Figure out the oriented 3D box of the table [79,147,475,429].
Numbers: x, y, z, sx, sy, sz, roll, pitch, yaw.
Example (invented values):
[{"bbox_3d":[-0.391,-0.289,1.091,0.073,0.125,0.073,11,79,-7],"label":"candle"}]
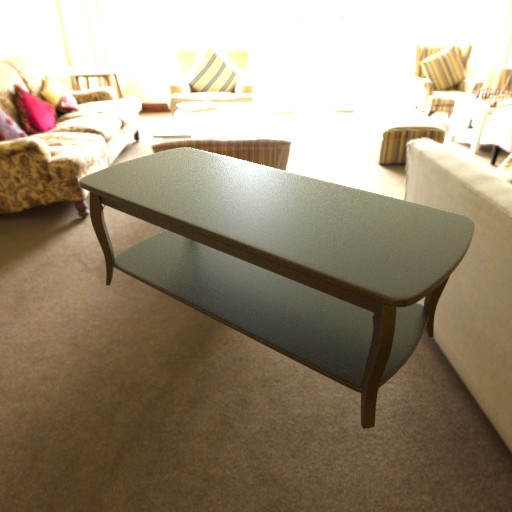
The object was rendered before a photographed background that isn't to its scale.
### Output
[{"bbox_3d":[0.000,0.000,1.607,1.333,0.457,0.571,21,36,32],"label":"table"}]
